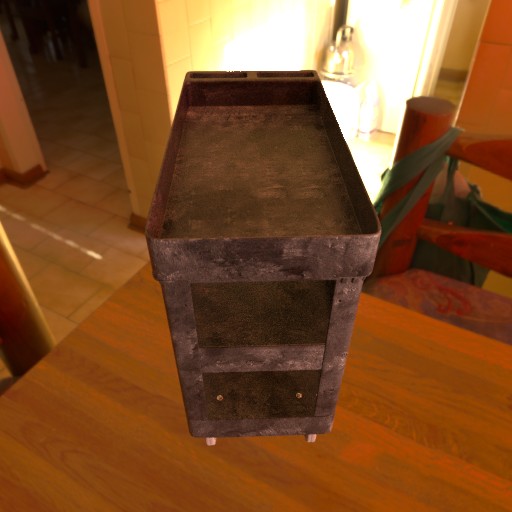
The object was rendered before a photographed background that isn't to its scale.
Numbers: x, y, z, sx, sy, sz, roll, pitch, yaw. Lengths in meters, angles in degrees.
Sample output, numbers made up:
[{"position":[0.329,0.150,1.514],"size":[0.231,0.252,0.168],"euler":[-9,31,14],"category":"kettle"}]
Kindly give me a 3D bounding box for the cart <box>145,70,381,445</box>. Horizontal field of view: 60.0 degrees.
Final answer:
[{"position":[0.000,0.000,1.354],"size":[0.420,0.824,0.877],"euler":[-1,40,-1],"category":"cart"}]
